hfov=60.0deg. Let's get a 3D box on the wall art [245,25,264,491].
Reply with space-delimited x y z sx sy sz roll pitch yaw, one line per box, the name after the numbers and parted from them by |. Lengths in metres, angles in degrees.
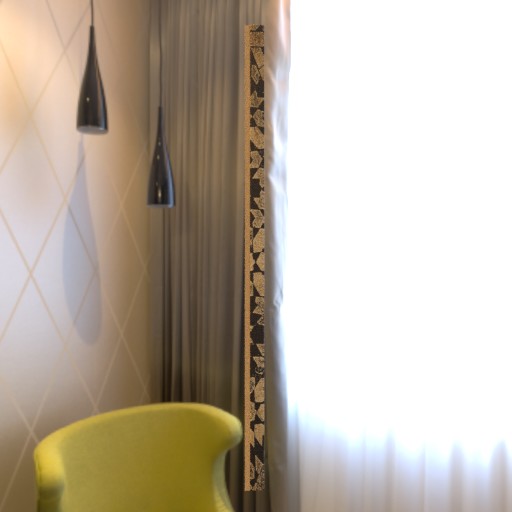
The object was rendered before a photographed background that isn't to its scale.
0.000 0.000 1.323 0.038 0.914 0.914 0 1 0 | wall art
